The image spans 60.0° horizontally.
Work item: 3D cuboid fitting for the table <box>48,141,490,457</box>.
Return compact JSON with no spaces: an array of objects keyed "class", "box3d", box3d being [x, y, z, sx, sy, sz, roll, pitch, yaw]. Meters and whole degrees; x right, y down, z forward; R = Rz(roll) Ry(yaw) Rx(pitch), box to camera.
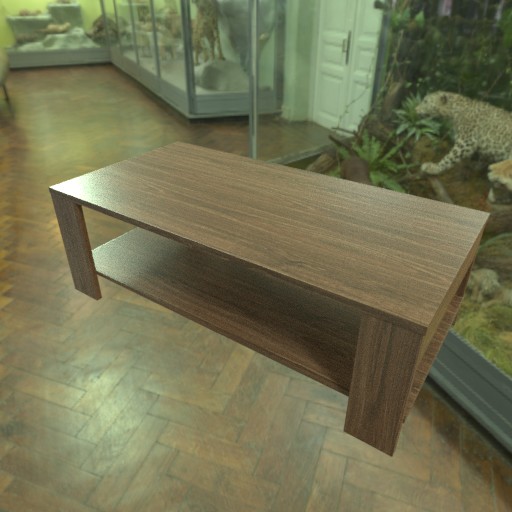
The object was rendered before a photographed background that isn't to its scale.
[{"class":"table","box3d":[0.000,0.000,1.441,1.200,0.400,0.600,20,36,29]}]
